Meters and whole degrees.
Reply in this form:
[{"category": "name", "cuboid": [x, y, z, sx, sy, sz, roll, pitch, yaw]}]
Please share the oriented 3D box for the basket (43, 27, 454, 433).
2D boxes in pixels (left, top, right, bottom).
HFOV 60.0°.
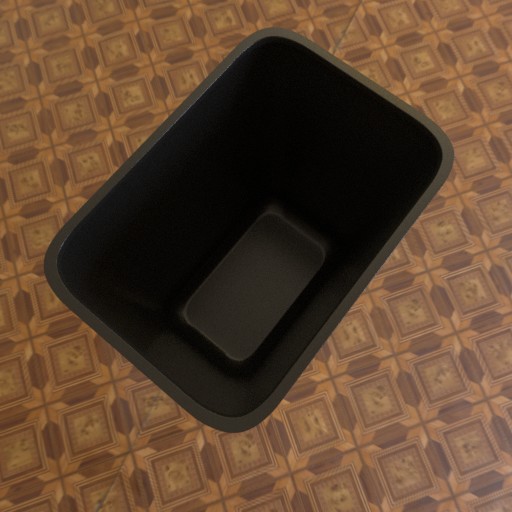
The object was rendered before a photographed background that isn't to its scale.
[{"category": "basket", "cuboid": [0.000, 0.000, 0.492, 0.211, 0.307, 0.300, 38, 78, 9]}]
